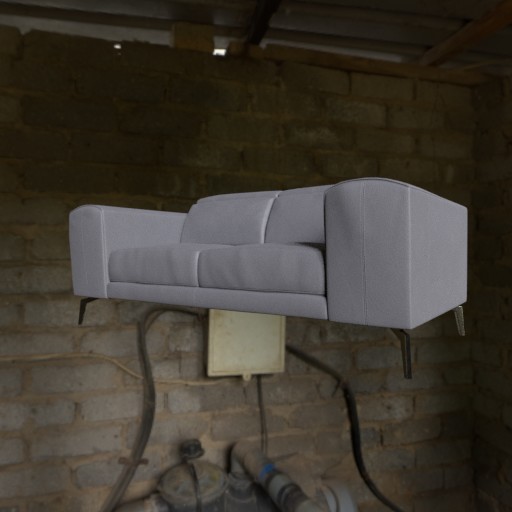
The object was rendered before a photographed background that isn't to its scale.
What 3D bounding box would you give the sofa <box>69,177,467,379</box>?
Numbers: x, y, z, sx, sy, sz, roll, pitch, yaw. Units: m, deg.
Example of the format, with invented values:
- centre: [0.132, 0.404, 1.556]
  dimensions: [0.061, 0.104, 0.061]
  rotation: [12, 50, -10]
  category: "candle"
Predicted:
- centre: [0.000, 0.000, 2.324]
  dimensions: [1.895, 0.779, 1.003]
  rotation: [1, 1, 35]
  category: "sofa"
